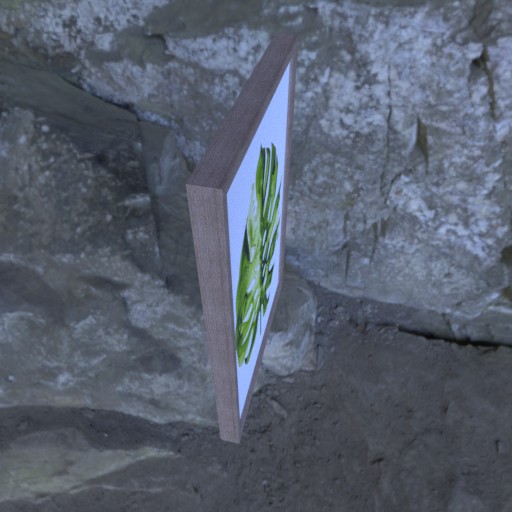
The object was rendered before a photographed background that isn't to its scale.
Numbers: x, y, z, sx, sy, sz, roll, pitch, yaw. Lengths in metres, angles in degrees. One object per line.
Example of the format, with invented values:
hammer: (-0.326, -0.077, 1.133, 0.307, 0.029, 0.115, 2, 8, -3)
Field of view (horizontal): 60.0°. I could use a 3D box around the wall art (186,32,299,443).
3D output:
wall art: (0.000, 0.000, 0.660, 0.031, 0.509, 0.356, 10, 46, 10)
